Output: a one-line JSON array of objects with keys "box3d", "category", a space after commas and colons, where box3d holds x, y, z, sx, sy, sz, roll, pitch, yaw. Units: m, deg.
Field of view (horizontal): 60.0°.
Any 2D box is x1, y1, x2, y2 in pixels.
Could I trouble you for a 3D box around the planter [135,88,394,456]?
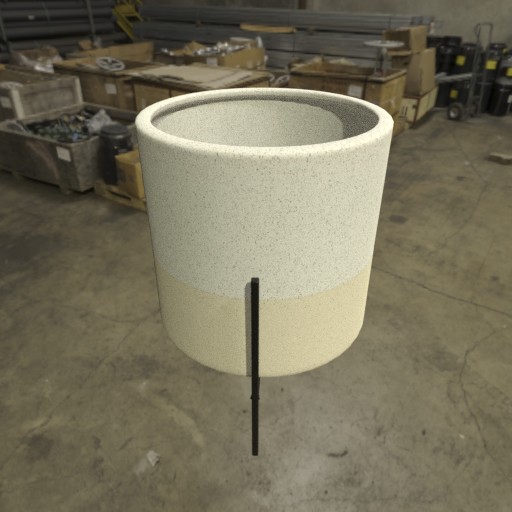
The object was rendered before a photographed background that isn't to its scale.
[{"box3d": [0.000, 0.000, 0.658, 0.335, 0.423, 0.313, 19, 36, 28], "category": "planter"}]
